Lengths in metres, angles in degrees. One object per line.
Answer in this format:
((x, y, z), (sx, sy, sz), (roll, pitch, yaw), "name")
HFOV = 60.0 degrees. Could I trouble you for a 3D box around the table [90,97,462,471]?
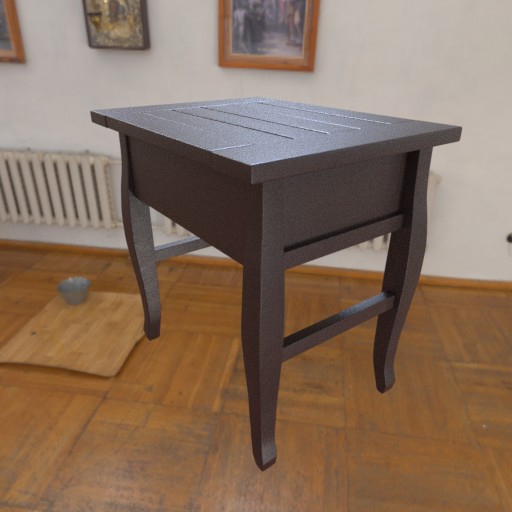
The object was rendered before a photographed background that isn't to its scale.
((0.000, 0.000, 1.004), (0.460, 0.605, 0.602), (-18, 31, -32), "table")
